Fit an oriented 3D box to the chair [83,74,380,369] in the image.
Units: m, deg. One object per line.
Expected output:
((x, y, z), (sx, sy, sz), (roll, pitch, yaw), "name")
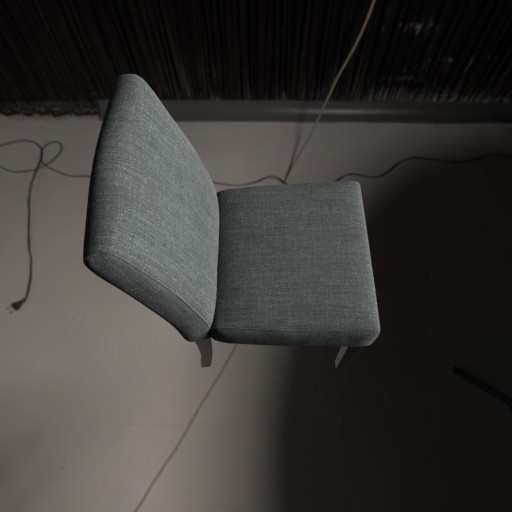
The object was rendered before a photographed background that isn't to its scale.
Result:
((0.000, 0.000, 1.228), (0.629, 0.884, 0.487), (-1, 63, 0), "chair")
